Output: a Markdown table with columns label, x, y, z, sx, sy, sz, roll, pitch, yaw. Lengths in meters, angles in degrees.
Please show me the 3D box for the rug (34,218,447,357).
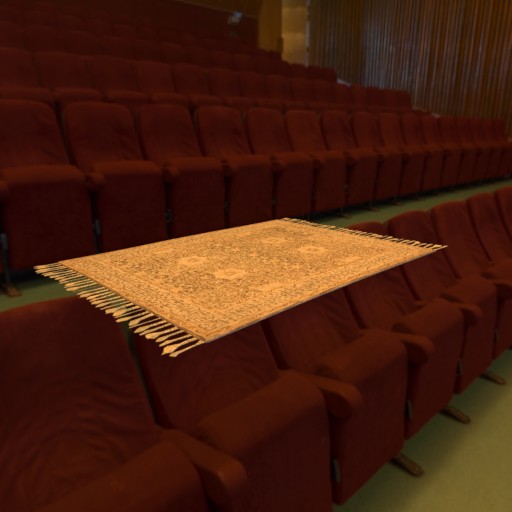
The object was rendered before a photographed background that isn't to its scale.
| label | x | y | z | sx | sy | sz | roll | pitch | yaw |
| --- | --- | --- | --- | --- | --- | --- | --- | --- | --- |
| rug | 0.000 | 0.000 | 3.061 | 2.465 | 0.023 | 1.619 | -15 | 21 | -42 |
